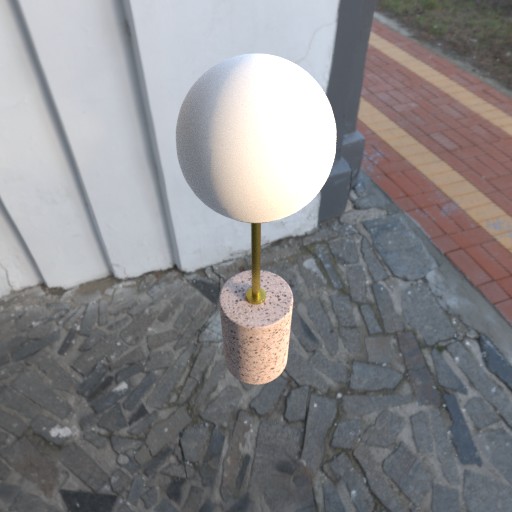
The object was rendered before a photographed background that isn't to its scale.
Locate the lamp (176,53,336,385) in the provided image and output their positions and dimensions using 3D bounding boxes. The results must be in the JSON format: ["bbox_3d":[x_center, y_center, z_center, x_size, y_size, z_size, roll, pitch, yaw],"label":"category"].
[{"bbox_3d":[0.000,0.000,0.548,0.153,0.480,0.153,0,47,0],"label":"lamp"}]
